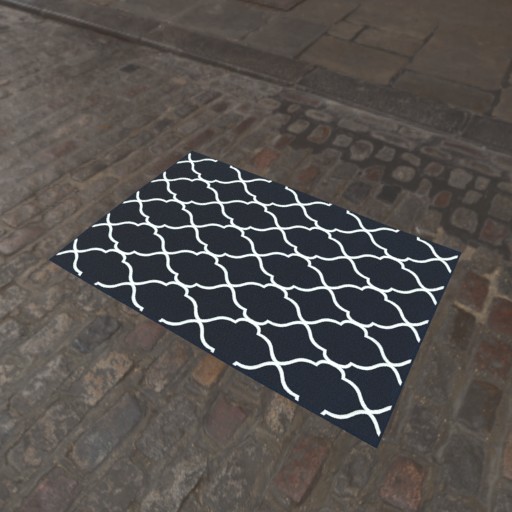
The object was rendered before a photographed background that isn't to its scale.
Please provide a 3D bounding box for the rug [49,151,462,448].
[{"bbox_3d":[0.000,0.000,2.942,2.294,0.014,1.528,24,51,22],"label":"rug"}]
